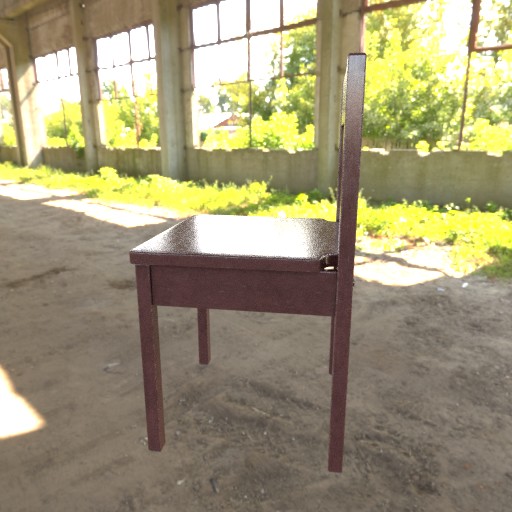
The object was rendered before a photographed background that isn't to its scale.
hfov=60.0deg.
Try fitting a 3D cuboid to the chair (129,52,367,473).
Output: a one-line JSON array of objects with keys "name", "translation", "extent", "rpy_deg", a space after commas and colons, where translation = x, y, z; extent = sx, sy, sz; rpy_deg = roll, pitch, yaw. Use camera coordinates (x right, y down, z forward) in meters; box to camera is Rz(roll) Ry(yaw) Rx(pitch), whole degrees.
[{"name": "chair", "translation": [0.000, 0.000, 0.871], "extent": [0.361, 0.668, 0.367], "rpy_deg": [2, 15, 9]}]
